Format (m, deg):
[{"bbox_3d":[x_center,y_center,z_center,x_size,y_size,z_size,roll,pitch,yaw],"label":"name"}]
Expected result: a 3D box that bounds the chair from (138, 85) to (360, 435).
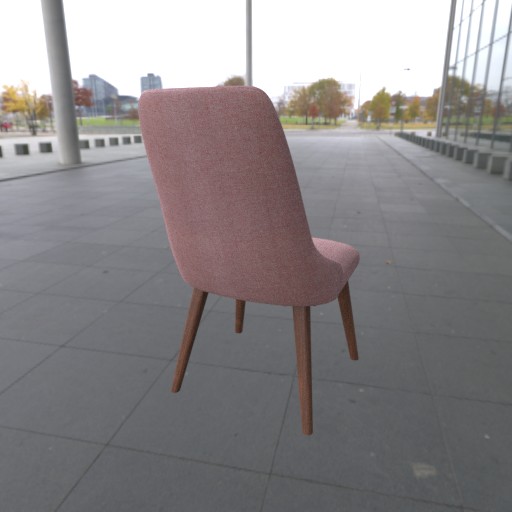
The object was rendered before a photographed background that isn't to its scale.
[{"bbox_3d":[0.000,0.000,1.342,0.535,0.918,0.707,9,19,26],"label":"chair"}]
